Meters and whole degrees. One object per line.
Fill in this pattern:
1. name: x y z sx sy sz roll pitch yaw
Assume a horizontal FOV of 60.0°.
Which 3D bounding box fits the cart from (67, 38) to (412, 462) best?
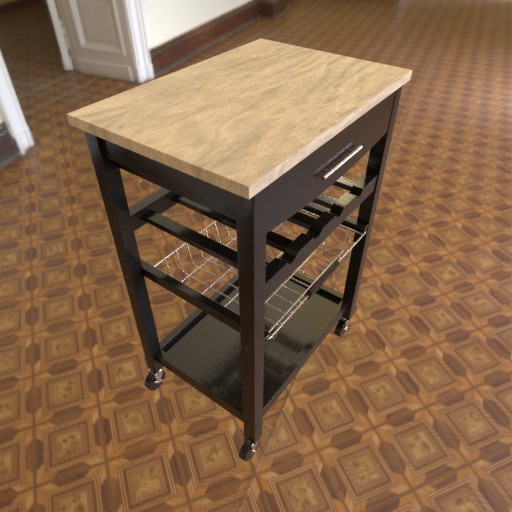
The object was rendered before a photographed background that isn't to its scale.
1. cart: 0.000 0.000 1.125 0.403 0.839 0.584 26 47 27
